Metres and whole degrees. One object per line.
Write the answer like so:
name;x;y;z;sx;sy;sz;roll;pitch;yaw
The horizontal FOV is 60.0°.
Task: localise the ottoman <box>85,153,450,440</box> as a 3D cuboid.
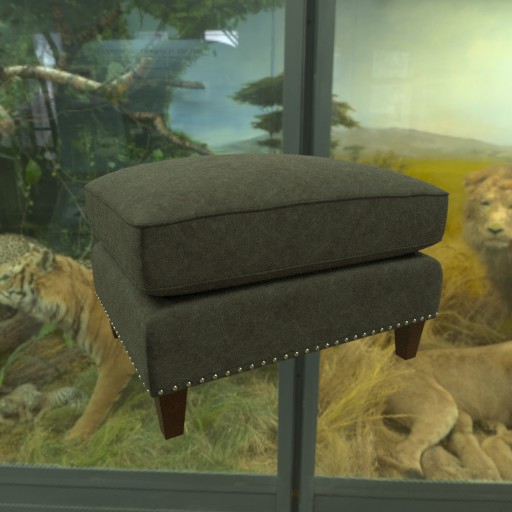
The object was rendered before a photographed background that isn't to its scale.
ottoman;0.000;0.000;1.149;0.741;0.513;0.584;-9;19;-27
